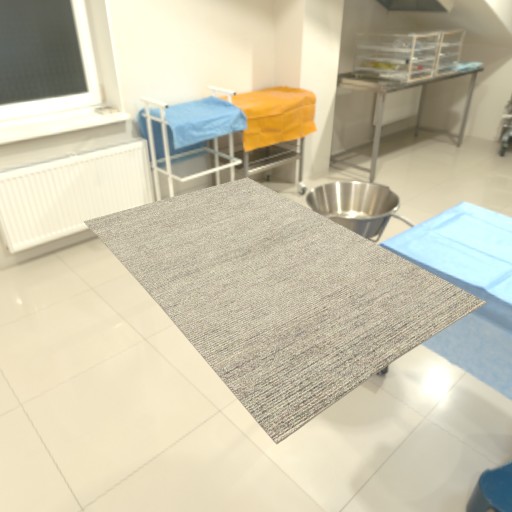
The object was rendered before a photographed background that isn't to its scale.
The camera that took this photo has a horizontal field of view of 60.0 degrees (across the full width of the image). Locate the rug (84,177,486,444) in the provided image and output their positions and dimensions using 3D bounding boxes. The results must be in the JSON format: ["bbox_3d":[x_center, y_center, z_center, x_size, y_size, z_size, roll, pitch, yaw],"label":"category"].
[{"bbox_3d":[0.000,0.000,2.232,1.162,0.022,1.804,-21,37,-30],"label":"rug"}]
